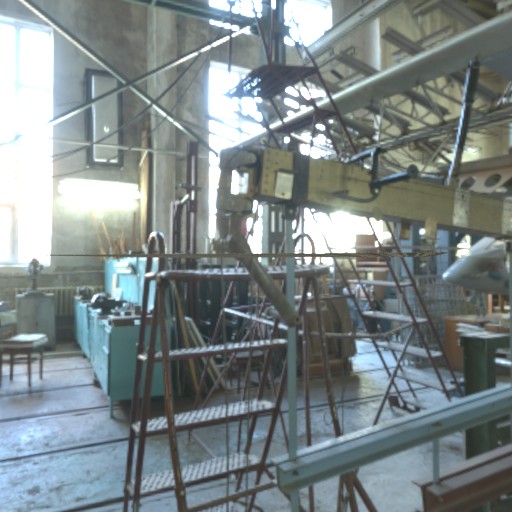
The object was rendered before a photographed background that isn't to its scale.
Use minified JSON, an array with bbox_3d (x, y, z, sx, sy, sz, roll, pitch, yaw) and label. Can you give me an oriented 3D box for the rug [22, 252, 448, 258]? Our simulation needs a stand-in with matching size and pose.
[{"bbox_3d":[0.000,0.000,4.206,3.201,0.005,2.439,0,-1,18],"label":"rug"}]
